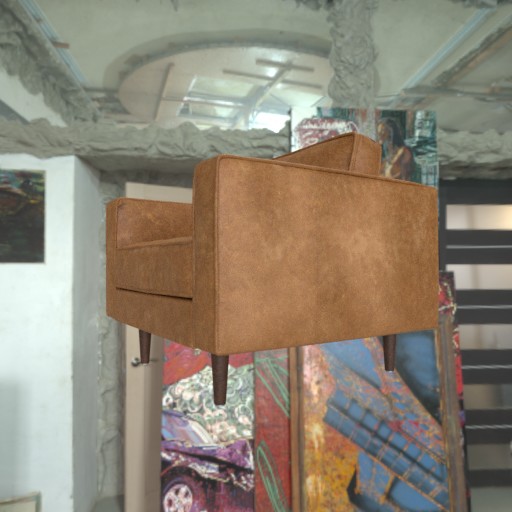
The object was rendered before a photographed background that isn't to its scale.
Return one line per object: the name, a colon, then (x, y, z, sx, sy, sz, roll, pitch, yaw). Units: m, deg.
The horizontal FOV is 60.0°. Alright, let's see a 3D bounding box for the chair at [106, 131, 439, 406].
chair: (0.000, 0.000, 1.516, 0.798, 0.767, 0.928, 1, -1, -33)
